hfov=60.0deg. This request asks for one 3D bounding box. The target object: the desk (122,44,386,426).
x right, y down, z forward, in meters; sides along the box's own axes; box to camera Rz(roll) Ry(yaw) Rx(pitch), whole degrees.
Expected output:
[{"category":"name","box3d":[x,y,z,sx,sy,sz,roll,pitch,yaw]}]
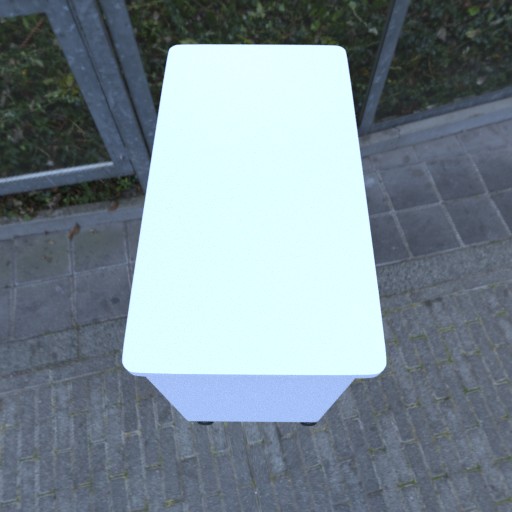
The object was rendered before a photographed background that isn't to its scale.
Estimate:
[{"category":"desk","box3d":[0.000,0.000,1.317,0.475,0.763,0.877,0,62,0]}]
